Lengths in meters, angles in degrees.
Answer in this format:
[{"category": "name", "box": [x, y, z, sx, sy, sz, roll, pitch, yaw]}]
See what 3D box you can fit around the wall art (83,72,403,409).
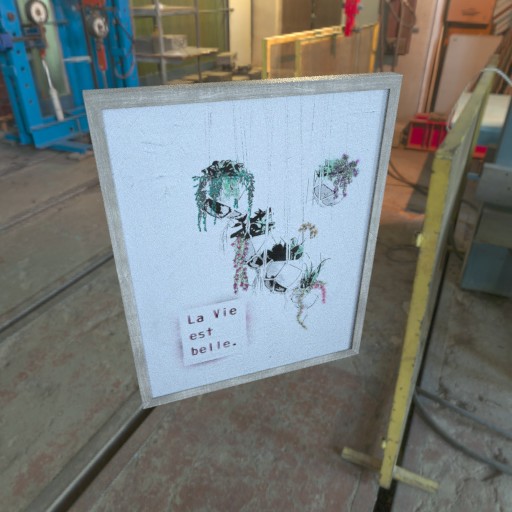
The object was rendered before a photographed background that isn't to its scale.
[{"category": "wall art", "box": [0.000, 0.000, 0.703, 0.421, 0.521, 0.032, -10, 33, -16]}]
